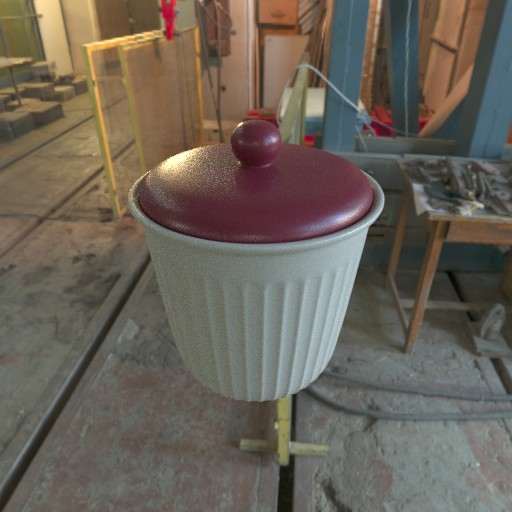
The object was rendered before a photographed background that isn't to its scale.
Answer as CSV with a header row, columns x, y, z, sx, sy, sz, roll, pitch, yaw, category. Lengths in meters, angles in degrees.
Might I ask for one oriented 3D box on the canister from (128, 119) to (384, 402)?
x,y,z,sx,sy,sz,roll,pitch,yaw,category
0.000,0.000,0.351,0.181,0.211,0.181,0,31,0,canister
